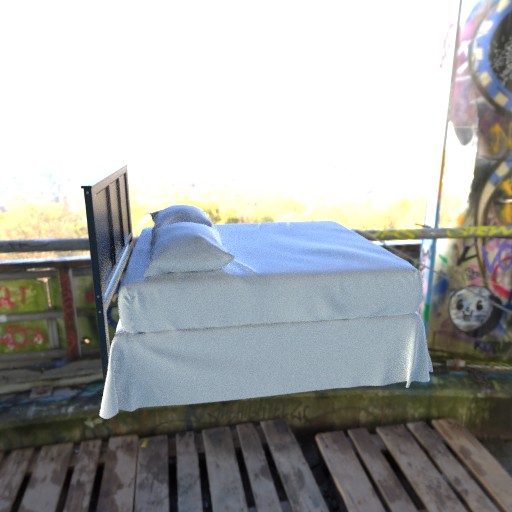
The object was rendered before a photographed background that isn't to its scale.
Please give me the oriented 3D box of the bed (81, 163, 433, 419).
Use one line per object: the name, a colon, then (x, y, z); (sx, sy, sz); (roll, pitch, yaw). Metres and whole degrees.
bed: (0.000, 0.000, 3.298); (2.050, 1.270, 1.870); (-3, 16, -9)
